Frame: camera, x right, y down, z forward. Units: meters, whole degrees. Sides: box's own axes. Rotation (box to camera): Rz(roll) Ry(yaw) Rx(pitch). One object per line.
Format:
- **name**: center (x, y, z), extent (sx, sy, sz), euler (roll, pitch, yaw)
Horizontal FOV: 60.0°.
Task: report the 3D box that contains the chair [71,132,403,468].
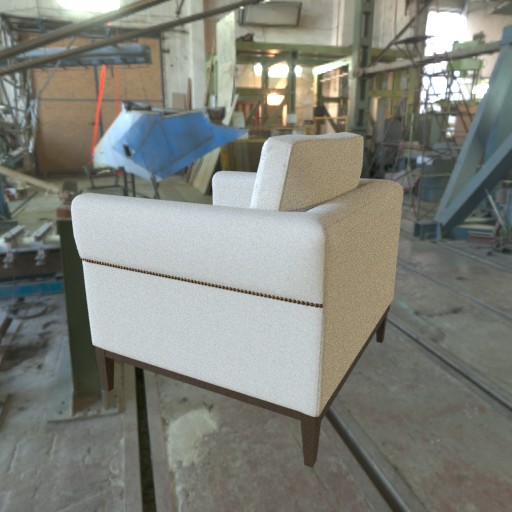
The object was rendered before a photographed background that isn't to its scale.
- **chair**: center (0.000, 0.000, 1.709), extent (0.896, 0.915, 0.982), euler (9, 19, 27)
